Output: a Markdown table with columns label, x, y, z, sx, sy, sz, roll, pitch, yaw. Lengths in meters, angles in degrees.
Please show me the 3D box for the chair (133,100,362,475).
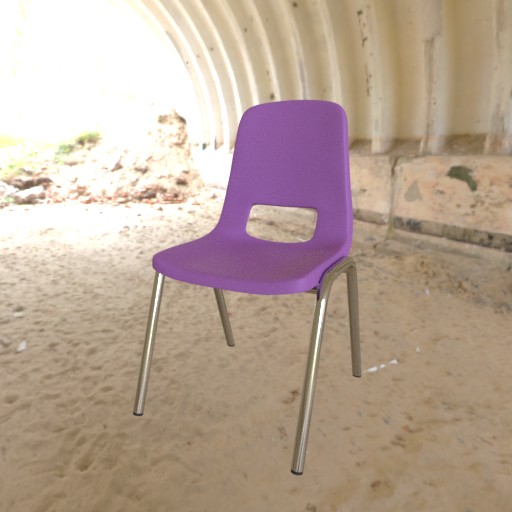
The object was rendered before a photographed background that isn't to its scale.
| label | x | y | z | sx | sy | sz | roll | pitch | yaw |
| --- | --- | --- | --- | --- | --- | --- | --- | --- | --- |
| chair | 0.000 | 0.000 | 0.706 | 0.291 | 0.493 | 0.301 | 7 | 16 | 27 |
